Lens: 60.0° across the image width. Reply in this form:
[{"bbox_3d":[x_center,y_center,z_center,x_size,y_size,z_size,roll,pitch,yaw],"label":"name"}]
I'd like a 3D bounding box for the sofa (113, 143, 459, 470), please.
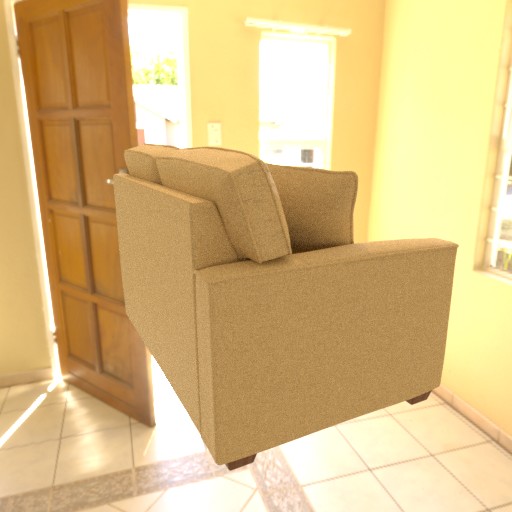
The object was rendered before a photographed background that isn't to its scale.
[{"bbox_3d":[0.000,0.000,2.016,0.991,0.989,1.388,-7,17,-26],"label":"sofa"}]
